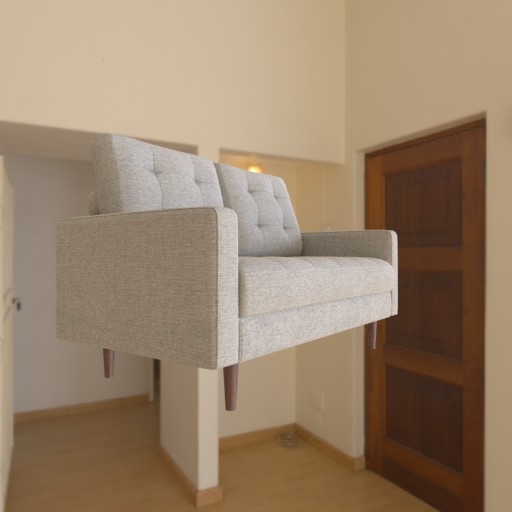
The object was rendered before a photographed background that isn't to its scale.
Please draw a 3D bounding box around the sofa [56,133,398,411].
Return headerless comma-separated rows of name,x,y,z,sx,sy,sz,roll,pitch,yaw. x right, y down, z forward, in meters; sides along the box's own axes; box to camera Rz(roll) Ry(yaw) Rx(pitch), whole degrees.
sofa,0.000,0.000,1.933,0.842,0.907,1.407,0,0,36
